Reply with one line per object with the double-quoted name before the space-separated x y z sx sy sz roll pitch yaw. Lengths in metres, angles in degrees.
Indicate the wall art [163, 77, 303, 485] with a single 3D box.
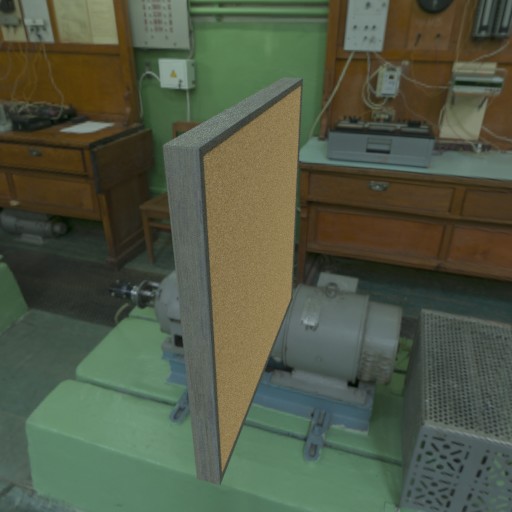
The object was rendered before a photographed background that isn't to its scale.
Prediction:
"wall art" 0.000 0.000 0.755 0.037 0.507 0.507 8 30 14
